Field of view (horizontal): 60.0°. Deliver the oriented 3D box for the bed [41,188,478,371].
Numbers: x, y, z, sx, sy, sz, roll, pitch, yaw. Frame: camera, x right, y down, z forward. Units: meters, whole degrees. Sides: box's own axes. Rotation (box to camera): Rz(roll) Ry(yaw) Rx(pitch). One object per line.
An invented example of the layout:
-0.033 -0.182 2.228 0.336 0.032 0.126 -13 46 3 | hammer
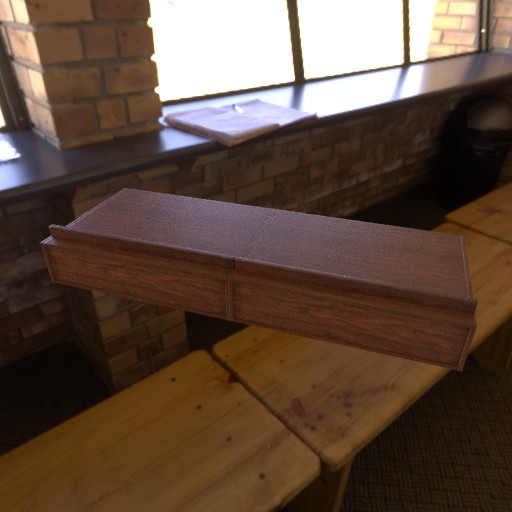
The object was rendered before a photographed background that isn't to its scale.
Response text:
0.000 0.000 2.361 2.057 0.326 0.787 10 32 16 | bed
